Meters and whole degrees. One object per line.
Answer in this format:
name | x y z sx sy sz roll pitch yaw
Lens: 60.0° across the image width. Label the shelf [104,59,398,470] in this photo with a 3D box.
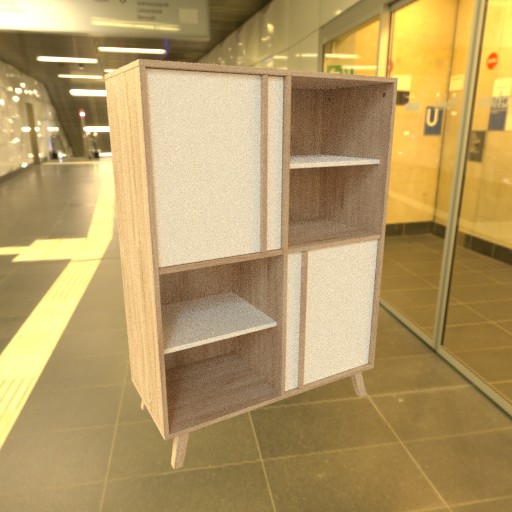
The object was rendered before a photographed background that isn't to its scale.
shelf | 0.000 0.000 1.841 1.000 1.390 0.450 -9 19 -28
